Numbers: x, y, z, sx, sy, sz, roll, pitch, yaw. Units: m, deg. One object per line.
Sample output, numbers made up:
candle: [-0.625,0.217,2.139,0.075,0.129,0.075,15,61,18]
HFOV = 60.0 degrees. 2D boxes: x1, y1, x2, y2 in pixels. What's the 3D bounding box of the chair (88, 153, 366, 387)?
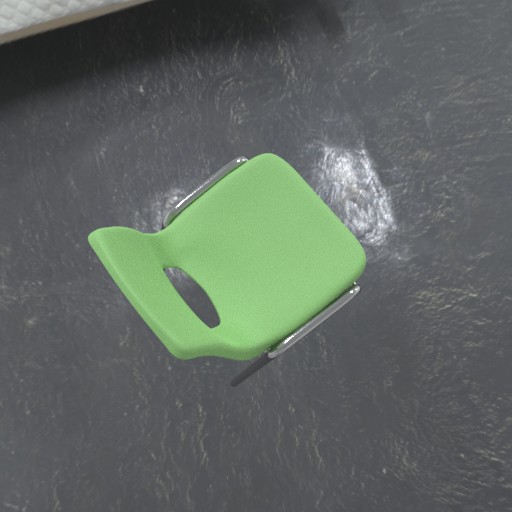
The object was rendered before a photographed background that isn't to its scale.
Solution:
chair: [0.000,0.000,0.911,0.436,0.653,0.381,-38,79,-9]
